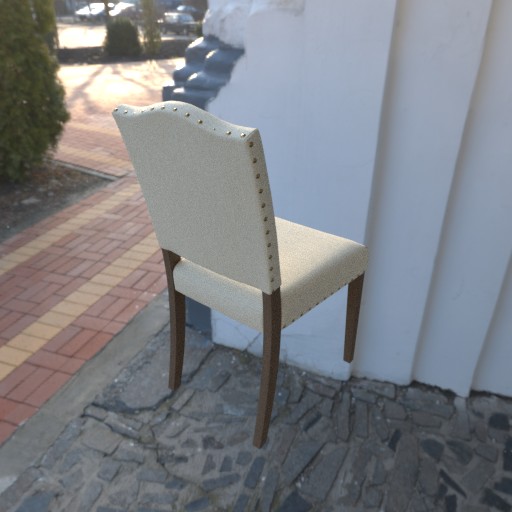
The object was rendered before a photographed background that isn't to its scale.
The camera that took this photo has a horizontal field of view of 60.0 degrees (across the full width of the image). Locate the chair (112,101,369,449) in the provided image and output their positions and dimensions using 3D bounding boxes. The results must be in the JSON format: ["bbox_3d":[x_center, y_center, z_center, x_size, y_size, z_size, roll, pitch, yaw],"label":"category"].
[{"bbox_3d":[0.000,0.000,1.406,0.508,1.015,0.619,21,35,33],"label":"chair"}]
